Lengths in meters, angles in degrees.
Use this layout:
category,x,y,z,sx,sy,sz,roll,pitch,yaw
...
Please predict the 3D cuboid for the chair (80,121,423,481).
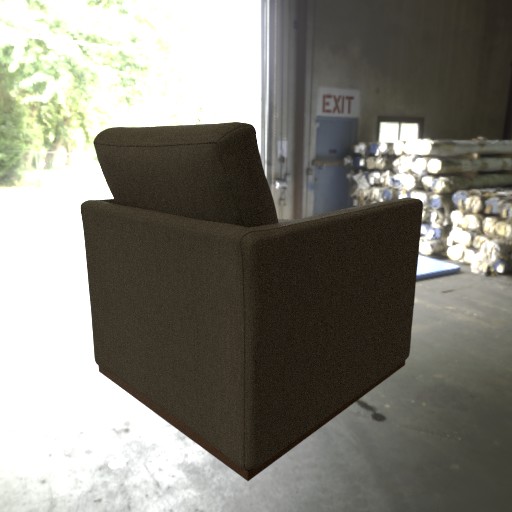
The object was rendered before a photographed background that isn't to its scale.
category,x,y,z,sx,sy,sz,roll,pitch,yaw
chair,0.000,0.000,1.455,0.763,0.811,0.834,14,20,43
